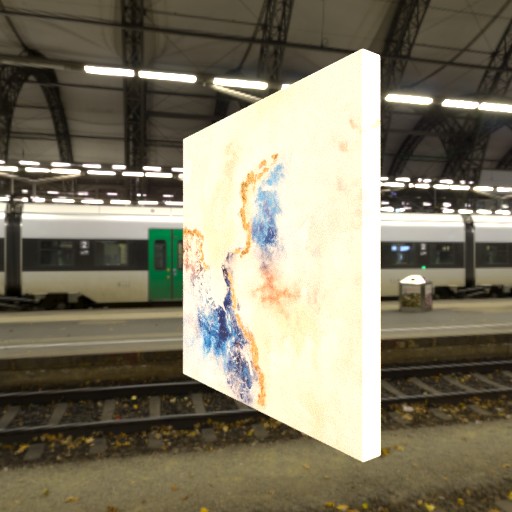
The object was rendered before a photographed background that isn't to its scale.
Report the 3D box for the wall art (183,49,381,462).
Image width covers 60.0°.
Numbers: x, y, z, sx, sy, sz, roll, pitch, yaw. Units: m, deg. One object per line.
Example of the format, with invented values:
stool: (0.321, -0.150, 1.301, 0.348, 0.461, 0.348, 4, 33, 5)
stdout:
wall art: (0.000, 0.000, 1.589, 0.071, 1.061, 1.061, 0, 0, -35)
